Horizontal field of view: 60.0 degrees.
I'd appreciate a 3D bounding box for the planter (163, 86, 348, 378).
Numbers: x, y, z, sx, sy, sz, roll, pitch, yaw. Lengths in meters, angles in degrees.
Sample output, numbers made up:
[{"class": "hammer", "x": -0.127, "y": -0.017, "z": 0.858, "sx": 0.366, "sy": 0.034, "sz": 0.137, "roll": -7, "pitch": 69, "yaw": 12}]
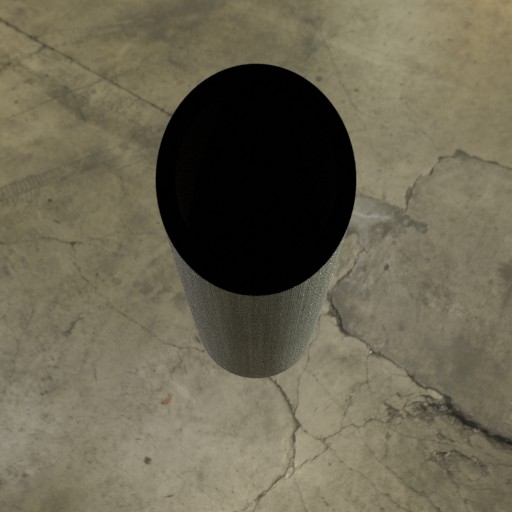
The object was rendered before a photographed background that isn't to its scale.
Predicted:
[{"class": "planter", "x": 0.000, "y": 0.000, "z": 0.130, "sx": 0.045, "sy": 0.103, "sz": 0.045, "roll": 32, "pitch": 65, "yaw": 17}]
